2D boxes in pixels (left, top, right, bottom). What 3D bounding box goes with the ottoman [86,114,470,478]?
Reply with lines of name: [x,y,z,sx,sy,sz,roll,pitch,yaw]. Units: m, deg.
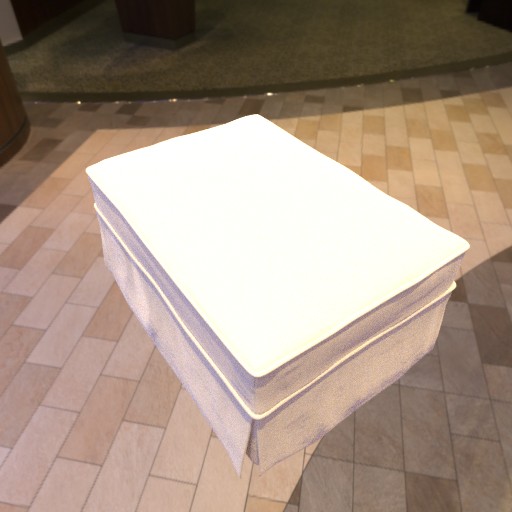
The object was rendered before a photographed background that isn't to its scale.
ottoman: [0.000,0.000,1.316,0.703,0.479,0.944,-25,47,-26]
